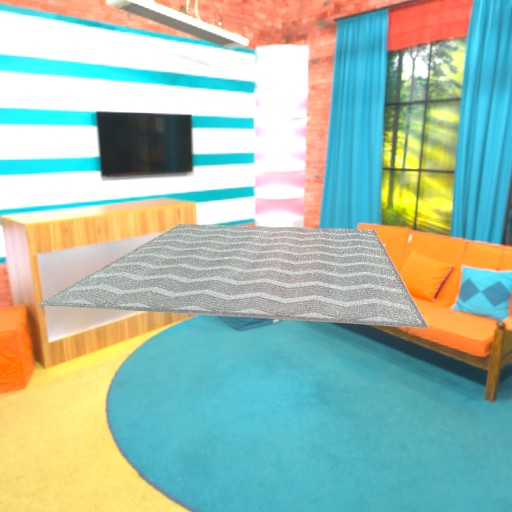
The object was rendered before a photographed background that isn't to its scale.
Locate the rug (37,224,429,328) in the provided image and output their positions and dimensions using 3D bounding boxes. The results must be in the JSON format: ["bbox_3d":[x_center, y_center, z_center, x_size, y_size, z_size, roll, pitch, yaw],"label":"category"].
[{"bbox_3d":[0.000,0.000,4.020,2.391,0.005,2.880,2,15,8],"label":"rug"}]
